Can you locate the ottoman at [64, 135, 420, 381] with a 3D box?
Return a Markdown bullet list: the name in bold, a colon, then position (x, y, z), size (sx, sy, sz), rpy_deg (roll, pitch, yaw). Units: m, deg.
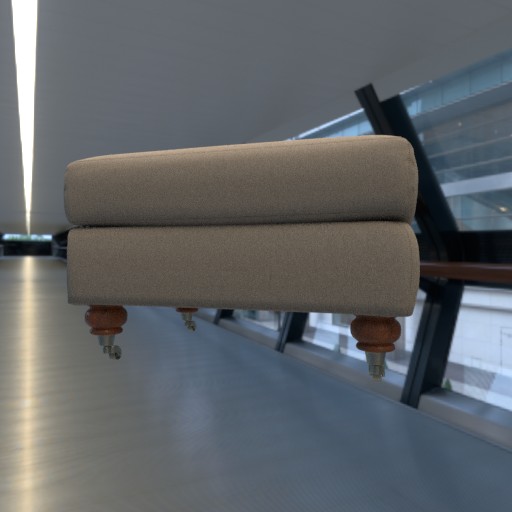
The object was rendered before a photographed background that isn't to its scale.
- **ottoman**: position (0.000, 0.000, 1.146), size (0.773, 0.497, 0.574), rpy_deg (0, 0, 17)
